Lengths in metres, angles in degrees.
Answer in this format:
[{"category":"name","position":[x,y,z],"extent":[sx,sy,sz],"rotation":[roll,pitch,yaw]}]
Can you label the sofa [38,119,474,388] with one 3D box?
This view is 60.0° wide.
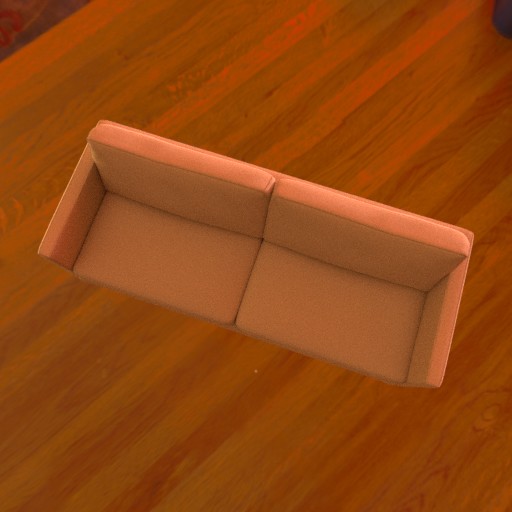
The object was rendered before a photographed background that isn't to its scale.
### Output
[{"category":"sofa","position":[0.000,0.000,2.787],"extent":[2.361,0.968,0.951],"rotation":[18,76,5]}]
